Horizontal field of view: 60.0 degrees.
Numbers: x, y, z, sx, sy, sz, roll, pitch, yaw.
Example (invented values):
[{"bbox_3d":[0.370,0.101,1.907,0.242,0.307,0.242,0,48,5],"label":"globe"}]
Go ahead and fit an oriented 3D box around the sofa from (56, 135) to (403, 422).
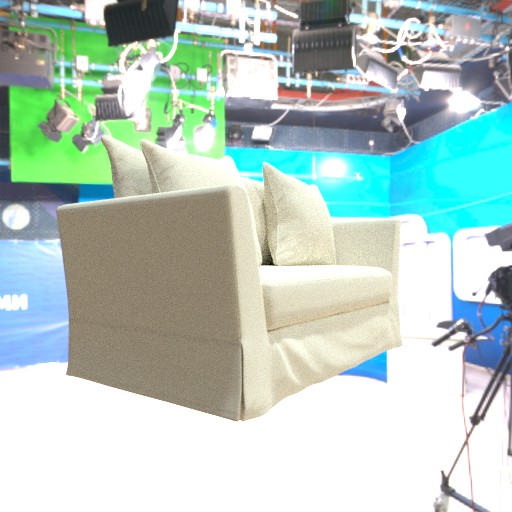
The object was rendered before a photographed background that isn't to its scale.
[{"bbox_3d":[0.000,0.000,2.260,1.026,1.039,1.608,0,0,36],"label":"sofa"}]
